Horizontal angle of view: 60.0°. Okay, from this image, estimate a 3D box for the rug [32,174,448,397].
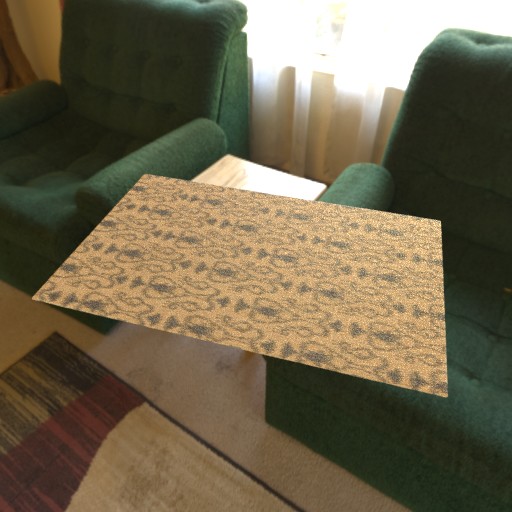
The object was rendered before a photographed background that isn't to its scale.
[{"bbox_3d":[0.000,0.000,2.045,1.652,0.006,1.035,11,43,12],"label":"rug"}]
